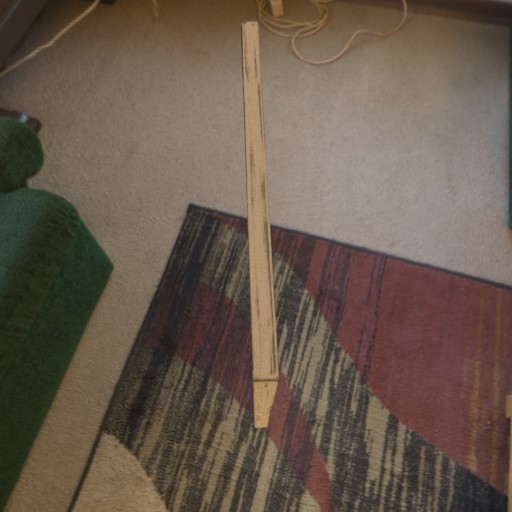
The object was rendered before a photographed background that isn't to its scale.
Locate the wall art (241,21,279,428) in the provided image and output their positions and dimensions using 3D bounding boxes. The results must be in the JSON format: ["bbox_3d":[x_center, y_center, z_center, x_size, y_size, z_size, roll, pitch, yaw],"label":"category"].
[{"bbox_3d":[0.000,0.000,1.135,0.037,0.761,0.761,-2,64,-1],"label":"wall art"}]
